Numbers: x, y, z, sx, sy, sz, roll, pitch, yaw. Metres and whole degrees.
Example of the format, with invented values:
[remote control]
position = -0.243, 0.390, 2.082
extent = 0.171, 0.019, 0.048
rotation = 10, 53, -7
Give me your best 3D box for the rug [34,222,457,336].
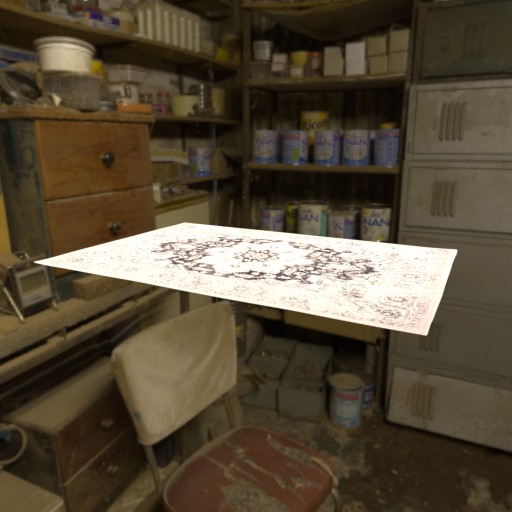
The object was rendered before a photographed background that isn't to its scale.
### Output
[rug]
position = 0.000, 0.000, 2.271
extent = 1.813, 0.008, 1.223
rotation = 8, 16, 27
